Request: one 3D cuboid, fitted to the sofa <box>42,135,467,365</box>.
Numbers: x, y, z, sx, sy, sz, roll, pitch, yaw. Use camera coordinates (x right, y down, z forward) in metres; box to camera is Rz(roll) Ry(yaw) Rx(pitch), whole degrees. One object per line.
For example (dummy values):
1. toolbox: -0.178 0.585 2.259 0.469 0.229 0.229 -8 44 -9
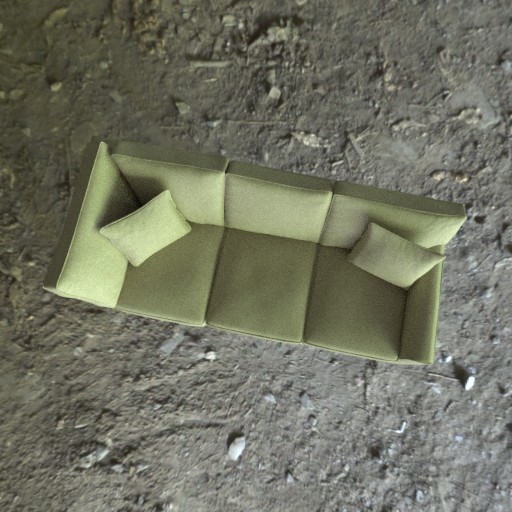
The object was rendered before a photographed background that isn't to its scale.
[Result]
1. sofa: 0.000 0.000 2.920 2.323 0.948 1.053 11 77 3
